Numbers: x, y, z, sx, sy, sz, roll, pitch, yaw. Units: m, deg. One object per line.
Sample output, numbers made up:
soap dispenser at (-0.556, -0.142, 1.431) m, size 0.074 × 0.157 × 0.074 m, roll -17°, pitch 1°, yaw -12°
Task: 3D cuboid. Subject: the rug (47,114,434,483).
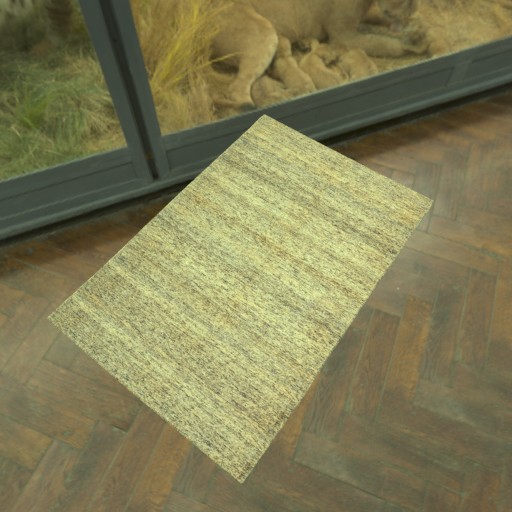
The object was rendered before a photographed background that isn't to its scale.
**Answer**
rug at (0.000, 0.000, 2.403) m, size 1.243 × 0.014 × 1.846 m, roll 33°, pitch 64°, yaw 18°
